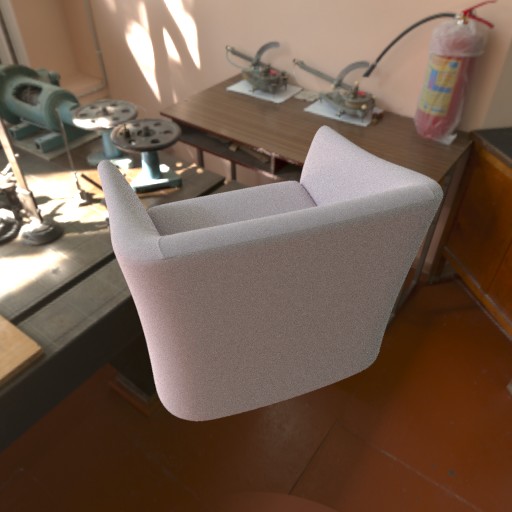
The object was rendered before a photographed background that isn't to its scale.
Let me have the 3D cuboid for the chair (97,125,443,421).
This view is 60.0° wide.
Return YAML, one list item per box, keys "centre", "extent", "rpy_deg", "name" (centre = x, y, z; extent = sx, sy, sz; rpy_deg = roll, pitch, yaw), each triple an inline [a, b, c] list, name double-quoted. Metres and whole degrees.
- centre: [0.000, 0.000, 1.342]
  extent: [0.790, 0.720, 0.700]
  rpy_deg: [-13, 42, -15]
  name: "chair"
